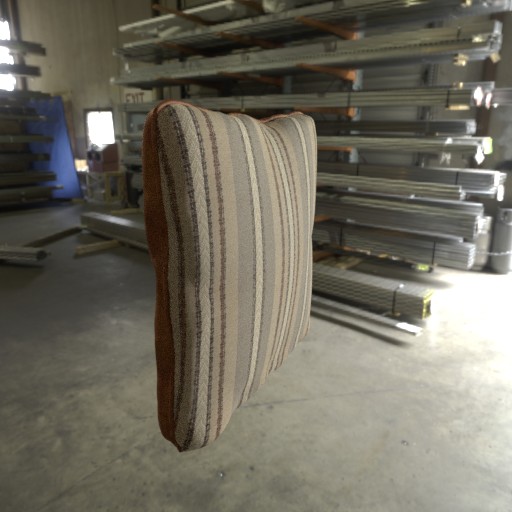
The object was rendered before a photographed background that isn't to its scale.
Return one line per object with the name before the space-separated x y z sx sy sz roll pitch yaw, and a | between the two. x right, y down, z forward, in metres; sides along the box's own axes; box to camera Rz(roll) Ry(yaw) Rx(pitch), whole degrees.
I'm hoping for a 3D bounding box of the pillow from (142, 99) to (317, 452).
pillow | 0.000 0.000 0.765 0.130 0.490 0.489 8 18 26
